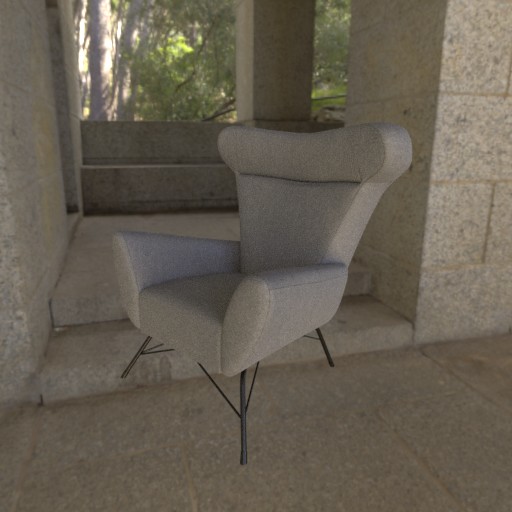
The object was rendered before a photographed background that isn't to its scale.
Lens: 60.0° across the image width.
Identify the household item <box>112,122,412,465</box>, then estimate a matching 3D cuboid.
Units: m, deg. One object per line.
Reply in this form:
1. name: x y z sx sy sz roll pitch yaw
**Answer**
1. household item: 0.000 0.000 1.823 0.980 1.050 0.900 14 20 43
